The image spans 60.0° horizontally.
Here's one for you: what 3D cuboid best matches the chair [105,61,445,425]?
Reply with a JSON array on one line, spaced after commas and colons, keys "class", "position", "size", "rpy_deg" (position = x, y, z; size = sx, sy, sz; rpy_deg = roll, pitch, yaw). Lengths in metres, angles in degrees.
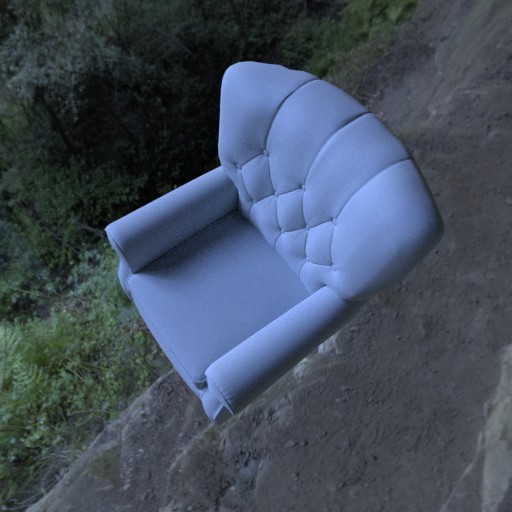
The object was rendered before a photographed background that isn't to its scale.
[{"class": "chair", "position": [0.000, 0.000, 2.011], "size": [1.128, 1.217, 1.090], "rpy_deg": [-34, 67, -17]}]
